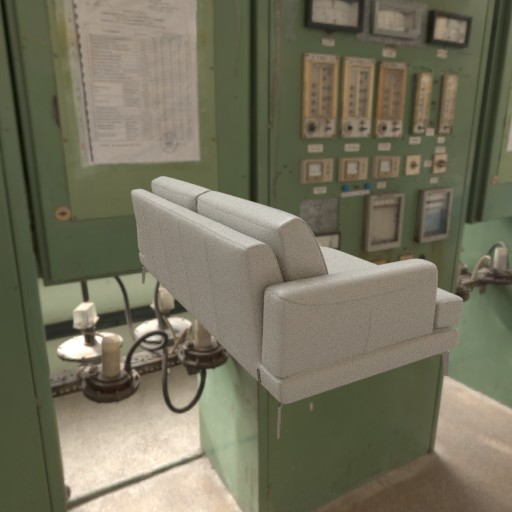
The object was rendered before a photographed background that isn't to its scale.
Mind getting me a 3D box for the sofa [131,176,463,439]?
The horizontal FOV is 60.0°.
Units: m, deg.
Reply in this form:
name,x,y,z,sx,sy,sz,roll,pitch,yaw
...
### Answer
name,x,y,z,sx,sy,sz,roll,pitch,yaw
sofa,0.000,0.000,2.448,0.974,0.765,1.940,-8,18,-27
